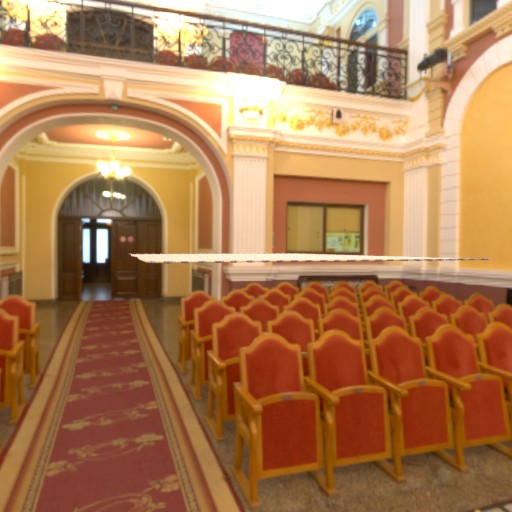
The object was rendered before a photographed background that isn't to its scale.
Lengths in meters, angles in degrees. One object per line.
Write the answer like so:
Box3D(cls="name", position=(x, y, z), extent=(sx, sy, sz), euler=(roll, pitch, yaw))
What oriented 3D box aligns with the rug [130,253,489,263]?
Box3D(cls="rug", position=(0.000, 0.000, 2.900), extent=(1.544, 0.010, 2.315), euler=(0, 1, -18))
